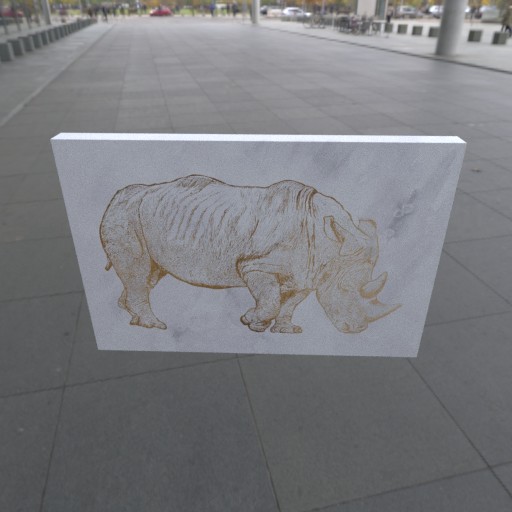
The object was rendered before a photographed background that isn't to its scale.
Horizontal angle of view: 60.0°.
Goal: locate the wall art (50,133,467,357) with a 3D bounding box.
[{"bbox_3d":[0.000,0.000,0.764,0.609,0.407,0.038,1,29,2],"label":"wall art"}]
